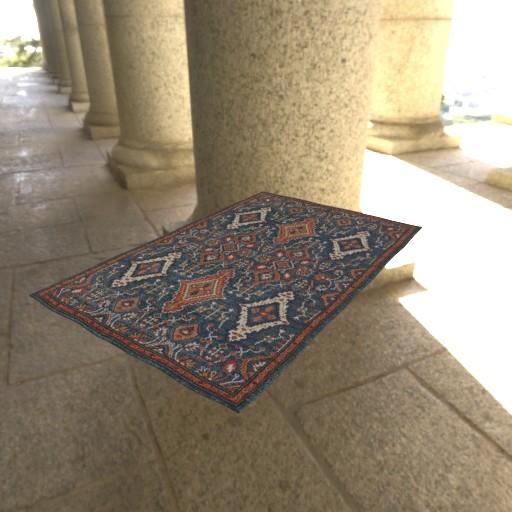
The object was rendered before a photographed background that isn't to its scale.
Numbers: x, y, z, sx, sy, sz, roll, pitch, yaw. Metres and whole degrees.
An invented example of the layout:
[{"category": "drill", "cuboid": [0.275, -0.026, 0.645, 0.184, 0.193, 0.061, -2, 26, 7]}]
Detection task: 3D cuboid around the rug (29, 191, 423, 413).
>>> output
[{"category": "rug", "cuboid": [0.000, 0.000, 4.255, 2.190, 0.008, 3.371, 18, 31, 32]}]
